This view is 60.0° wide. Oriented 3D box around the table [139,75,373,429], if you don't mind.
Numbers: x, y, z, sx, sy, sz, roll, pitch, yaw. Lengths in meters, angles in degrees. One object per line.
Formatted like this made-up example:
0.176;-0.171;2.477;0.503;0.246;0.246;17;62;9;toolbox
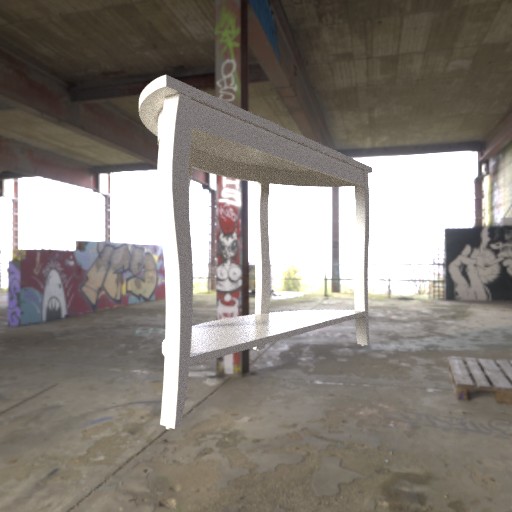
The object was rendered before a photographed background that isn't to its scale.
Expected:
0.000;0.000;1.565;0.394;0.780;1.219;0;0;35;table
